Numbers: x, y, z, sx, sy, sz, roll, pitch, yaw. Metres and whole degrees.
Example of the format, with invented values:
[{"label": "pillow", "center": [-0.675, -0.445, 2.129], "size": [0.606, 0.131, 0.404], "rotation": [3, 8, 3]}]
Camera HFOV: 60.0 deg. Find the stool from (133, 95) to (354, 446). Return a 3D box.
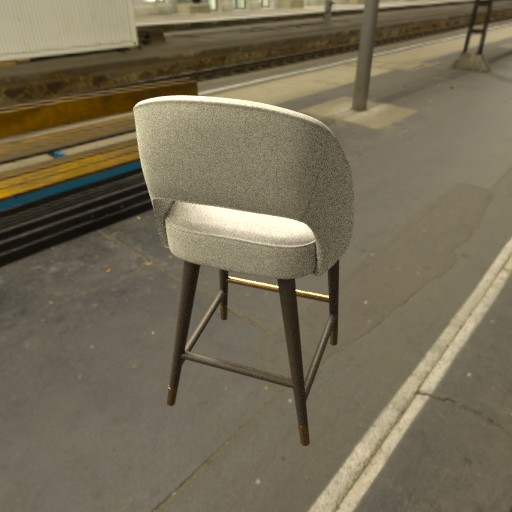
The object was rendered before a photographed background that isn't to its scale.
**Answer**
[{"label": "stool", "center": [0.000, 0.000, 1.223], "size": [0.494, 0.940, 0.509], "rotation": [10, 33, 16]}]
